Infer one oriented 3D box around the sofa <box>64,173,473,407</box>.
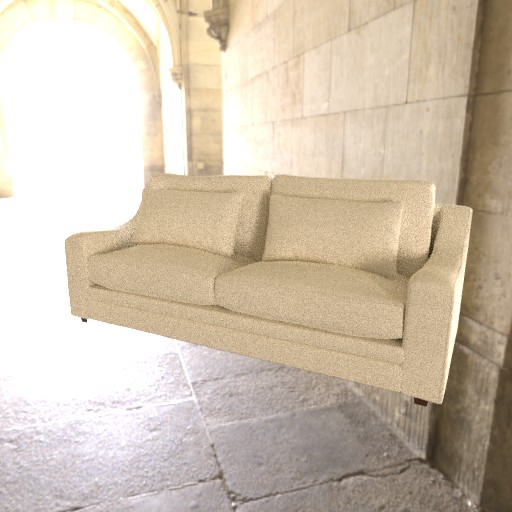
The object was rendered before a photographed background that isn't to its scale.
[{"bbox_3d":[0.000,0.000,2.902,2.470,1.022,1.009,7,16,26],"label":"sofa"}]
